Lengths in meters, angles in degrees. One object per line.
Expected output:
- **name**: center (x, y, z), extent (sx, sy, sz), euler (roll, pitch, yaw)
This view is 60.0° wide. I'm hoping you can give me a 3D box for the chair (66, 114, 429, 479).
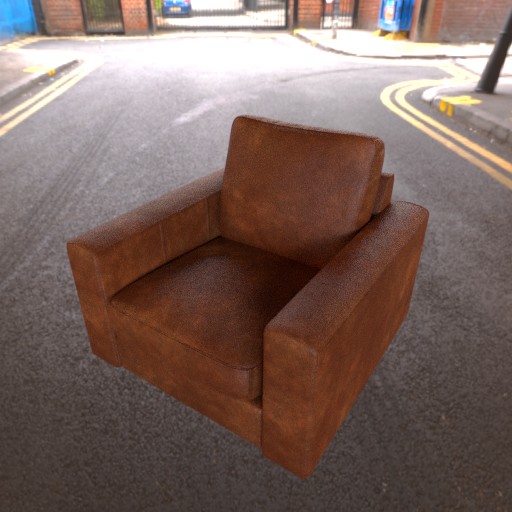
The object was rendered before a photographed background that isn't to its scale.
- **chair**: center (0.000, 0.000, 1.707), extent (1.005, 0.873, 1.016), euler (19, 36, 29)
